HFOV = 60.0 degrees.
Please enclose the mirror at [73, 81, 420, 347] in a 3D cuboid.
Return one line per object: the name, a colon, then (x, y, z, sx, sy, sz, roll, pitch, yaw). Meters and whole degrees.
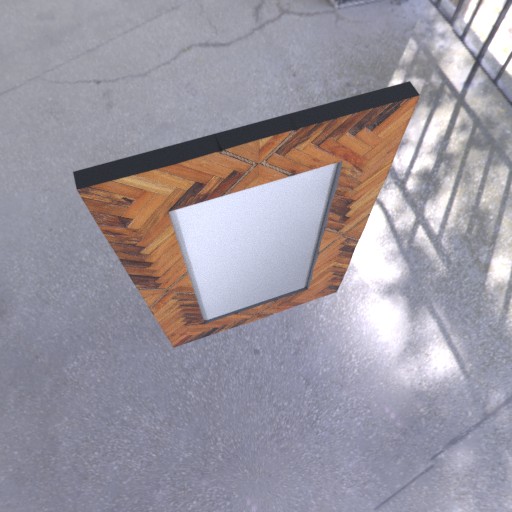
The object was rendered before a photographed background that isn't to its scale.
mirror: (0.000, 0.000, 1.152, 0.606, 0.912, 0.044, -18, 64, -9)
